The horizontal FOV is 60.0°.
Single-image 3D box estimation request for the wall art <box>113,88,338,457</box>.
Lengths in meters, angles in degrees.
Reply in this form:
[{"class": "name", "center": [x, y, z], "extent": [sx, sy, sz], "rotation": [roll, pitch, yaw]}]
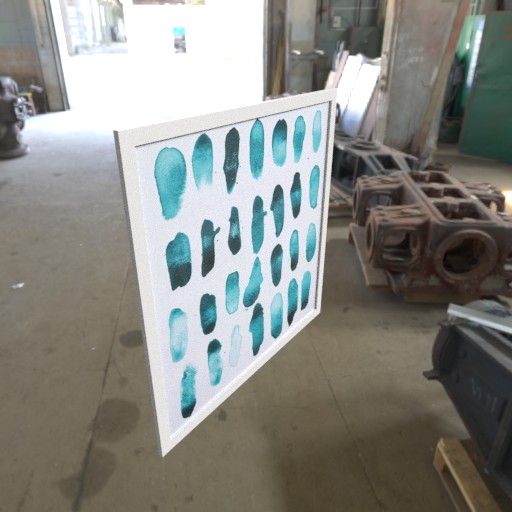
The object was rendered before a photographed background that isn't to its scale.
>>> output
[{"class": "wall art", "center": [0.000, 0.000, 0.850], "extent": [0.009, 0.559, 0.558], "rotation": [19, 32, 32]}]
